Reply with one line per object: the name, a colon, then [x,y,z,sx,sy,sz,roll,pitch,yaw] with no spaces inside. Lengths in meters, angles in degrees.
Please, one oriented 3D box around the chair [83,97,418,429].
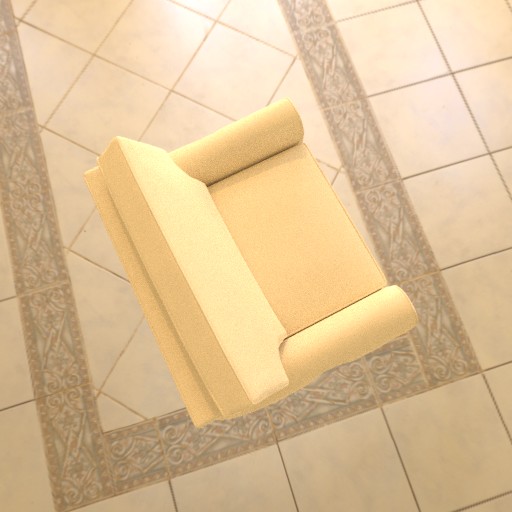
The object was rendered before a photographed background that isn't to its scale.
chair: [0.000,0.000,1.827,0.904,0.958,1.099,-26,78,-6]
